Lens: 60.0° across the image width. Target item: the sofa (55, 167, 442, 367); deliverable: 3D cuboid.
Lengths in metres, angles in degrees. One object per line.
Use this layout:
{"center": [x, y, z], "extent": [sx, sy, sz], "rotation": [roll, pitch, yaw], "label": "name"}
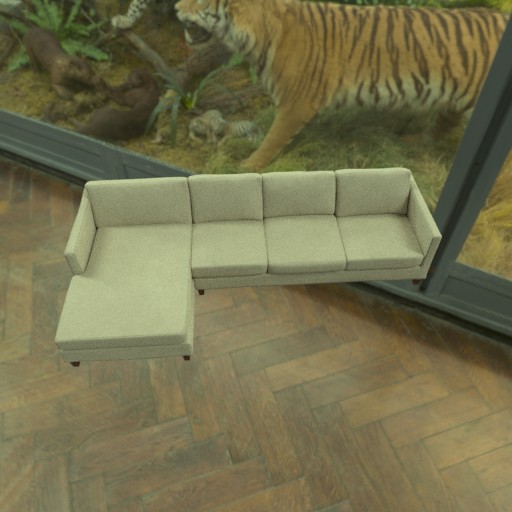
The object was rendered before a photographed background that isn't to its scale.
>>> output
{"center": [0.000, 0.000, 3.950], "extent": [3.186, 0.846, 1.625], "rotation": [-3, 47, -2], "label": "sofa"}
